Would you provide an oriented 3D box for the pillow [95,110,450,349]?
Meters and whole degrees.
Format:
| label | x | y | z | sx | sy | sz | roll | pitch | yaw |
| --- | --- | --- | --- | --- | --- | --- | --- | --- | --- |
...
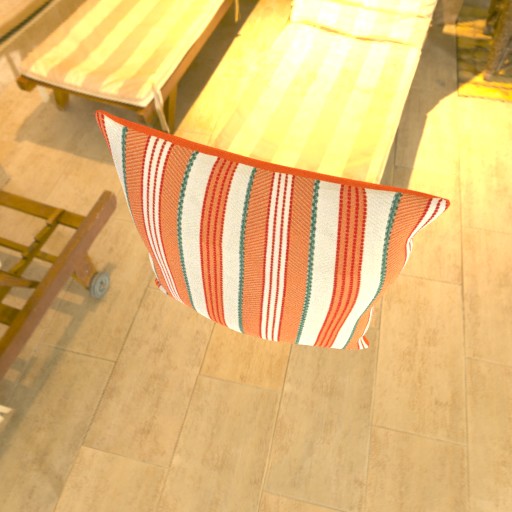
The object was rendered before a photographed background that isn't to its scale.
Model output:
| label | x | y | z | sx | sy | sz | roll | pitch | yaw |
| --- | --- | --- | --- | --- | --- | --- | --- | --- | --- |
| pillow | 0.000 | 0.000 | 0.686 | 0.440 | 0.441 | 0.182 | 16 | 59 | 10 |
